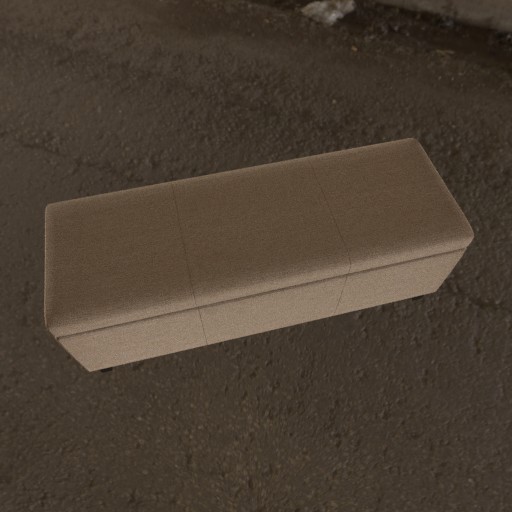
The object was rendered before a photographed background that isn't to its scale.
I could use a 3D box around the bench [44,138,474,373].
[{"bbox_3d":[0.000,0.000,1.518,1.269,0.438,0.446,-12,59,-7],"label":"bench"}]
